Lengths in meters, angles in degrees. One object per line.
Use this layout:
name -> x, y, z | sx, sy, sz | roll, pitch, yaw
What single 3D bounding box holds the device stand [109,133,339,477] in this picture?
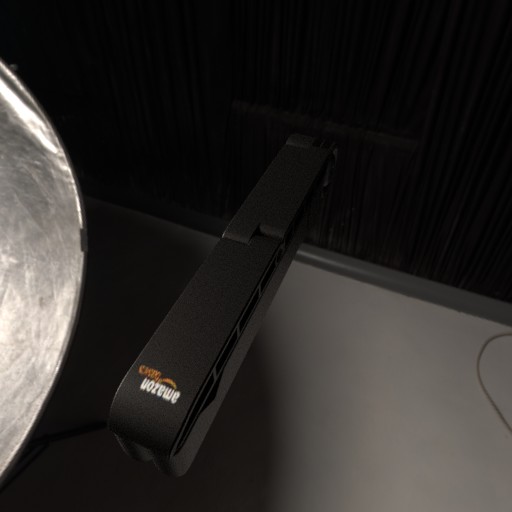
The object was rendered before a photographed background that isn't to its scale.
device stand -> 0.000, 0.000, 0.192 | 0.026, 0.030, 0.179 | 17, 48, 16
